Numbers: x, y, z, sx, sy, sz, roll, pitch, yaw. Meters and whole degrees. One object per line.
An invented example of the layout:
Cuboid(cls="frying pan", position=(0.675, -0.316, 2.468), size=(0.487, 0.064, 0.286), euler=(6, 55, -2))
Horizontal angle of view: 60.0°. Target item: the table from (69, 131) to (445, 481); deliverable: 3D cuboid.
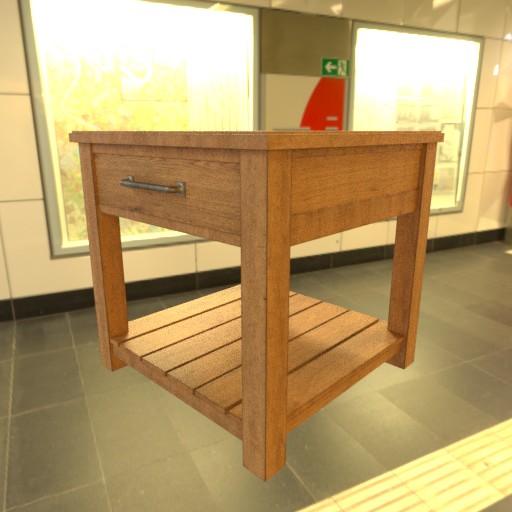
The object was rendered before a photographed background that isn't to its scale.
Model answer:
Cuboid(cls="table", position=(0.000, 0.000, 1.092), size=(0.616, 0.593, 0.612), euler=(15, 21, 42))
